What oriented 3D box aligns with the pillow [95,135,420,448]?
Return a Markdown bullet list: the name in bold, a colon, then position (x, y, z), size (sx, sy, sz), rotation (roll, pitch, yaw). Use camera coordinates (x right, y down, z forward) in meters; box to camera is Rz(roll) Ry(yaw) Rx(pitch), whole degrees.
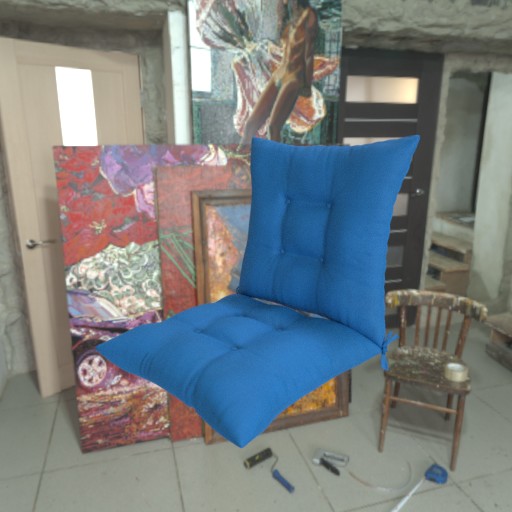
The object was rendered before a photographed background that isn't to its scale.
- **pillow**: position (0.000, 0.000, 1.019), size (0.541, 0.536, 0.585), rotation (14, 20, 42)
